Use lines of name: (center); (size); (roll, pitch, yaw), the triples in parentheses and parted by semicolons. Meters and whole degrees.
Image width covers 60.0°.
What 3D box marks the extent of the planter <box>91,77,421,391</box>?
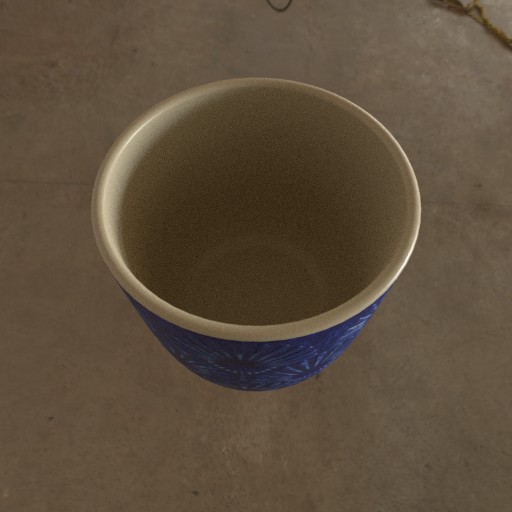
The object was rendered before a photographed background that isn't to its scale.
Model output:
planter: (0.000, 0.000, 0.215); (0.124, 0.109, 0.124); (0, 60, 0)
